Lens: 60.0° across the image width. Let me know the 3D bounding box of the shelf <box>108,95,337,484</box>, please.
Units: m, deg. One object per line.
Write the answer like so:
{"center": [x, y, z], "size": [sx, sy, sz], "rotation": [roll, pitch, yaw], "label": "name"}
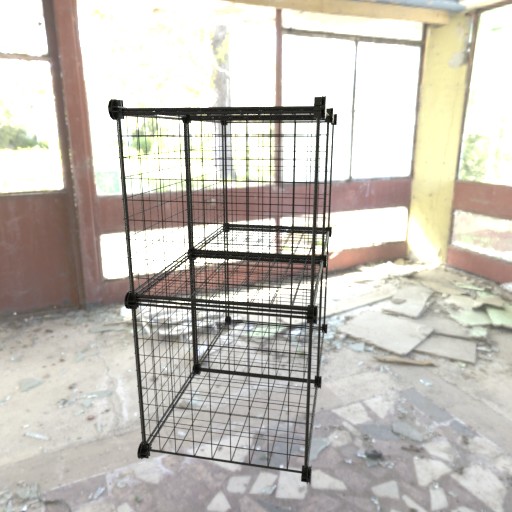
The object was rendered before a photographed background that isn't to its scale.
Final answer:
{"center": [0.000, 0.000, 1.124], "size": [0.356, 0.711, 0.711], "rotation": [3, 16, 11], "label": "shelf"}
